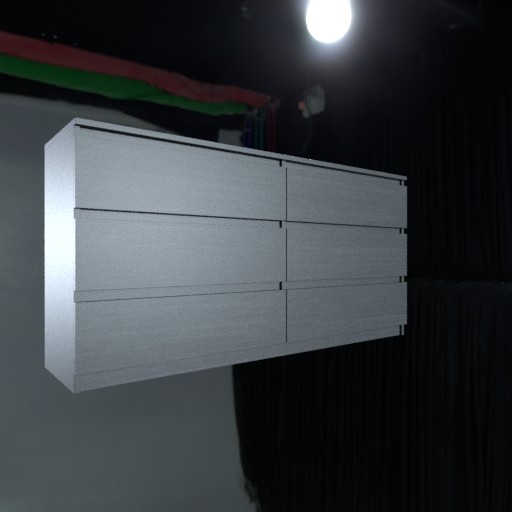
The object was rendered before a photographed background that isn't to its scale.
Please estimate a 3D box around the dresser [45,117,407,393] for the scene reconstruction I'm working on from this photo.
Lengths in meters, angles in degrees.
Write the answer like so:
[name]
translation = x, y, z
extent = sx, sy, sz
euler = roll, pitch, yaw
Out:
[dresser]
translation = 0.000, 0.000, 1.903
extent = 1.590, 0.795, 0.400
euler = 0, 0, -37
